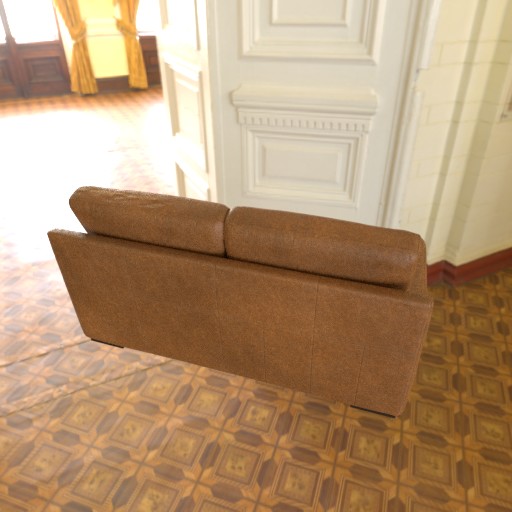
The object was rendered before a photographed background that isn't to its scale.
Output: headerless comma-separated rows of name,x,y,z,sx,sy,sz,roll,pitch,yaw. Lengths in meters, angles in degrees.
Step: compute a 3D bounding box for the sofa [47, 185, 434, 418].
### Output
sofa,0.000,0.000,2.528,1.880,0.966,1.144,10,33,15
